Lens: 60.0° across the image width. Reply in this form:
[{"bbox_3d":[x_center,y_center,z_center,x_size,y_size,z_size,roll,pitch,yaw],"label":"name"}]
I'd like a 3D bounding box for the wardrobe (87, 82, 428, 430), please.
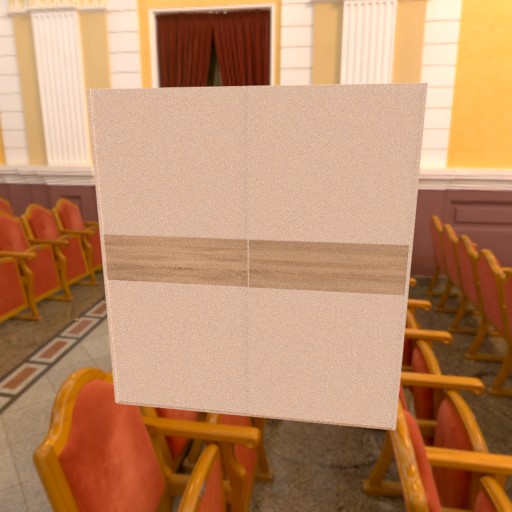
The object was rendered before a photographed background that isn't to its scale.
[{"bbox_3d":[0.000,0.000,2.893,1.830,2.020,0.600,2,15,9],"label":"wardrobe"}]
